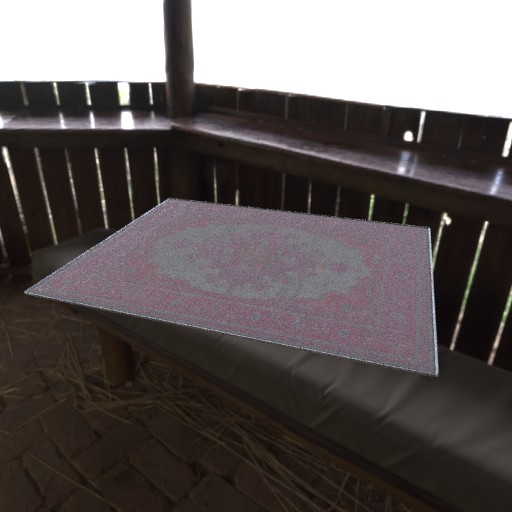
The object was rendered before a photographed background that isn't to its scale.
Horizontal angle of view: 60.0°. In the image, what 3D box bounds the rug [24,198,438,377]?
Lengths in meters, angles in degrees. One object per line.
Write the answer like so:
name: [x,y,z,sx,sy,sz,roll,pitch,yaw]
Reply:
rug: [0.000,0.000,4.147,3.123,0.017,2.447,8,28,16]
